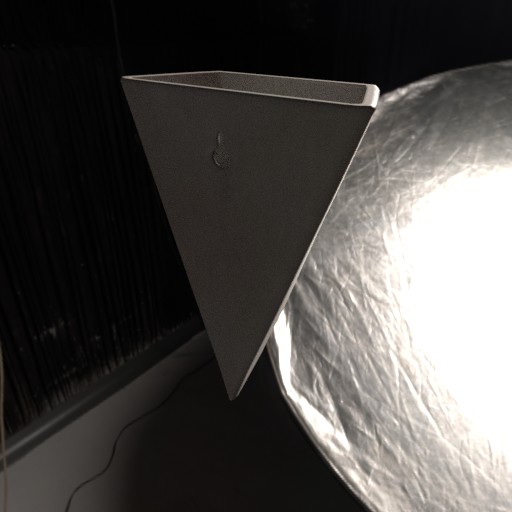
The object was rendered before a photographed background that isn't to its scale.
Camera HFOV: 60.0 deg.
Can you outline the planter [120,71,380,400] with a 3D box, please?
[{"bbox_3d":[0.000,0.000,0.269,0.150,0.197,0.060,20,34,32],"label":"planter"}]
